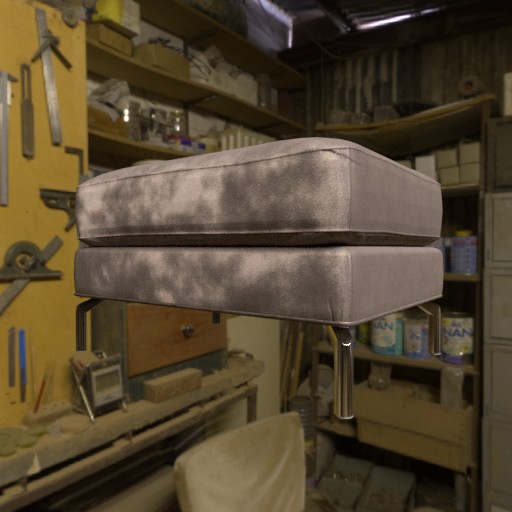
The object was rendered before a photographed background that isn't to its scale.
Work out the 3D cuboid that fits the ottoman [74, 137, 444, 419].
[{"bbox_3d":[0.000,0.000,1.043,0.719,0.456,0.520,1,1,37],"label":"ottoman"}]
